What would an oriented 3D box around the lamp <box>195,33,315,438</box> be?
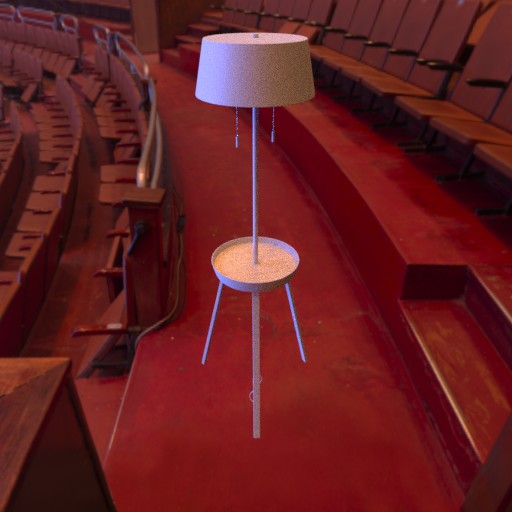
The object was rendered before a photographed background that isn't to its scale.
[{"bbox_3d":[0.000,0.000,1.599,0.508,1.429,0.468,-1,32,-1],"label":"lamp"}]
